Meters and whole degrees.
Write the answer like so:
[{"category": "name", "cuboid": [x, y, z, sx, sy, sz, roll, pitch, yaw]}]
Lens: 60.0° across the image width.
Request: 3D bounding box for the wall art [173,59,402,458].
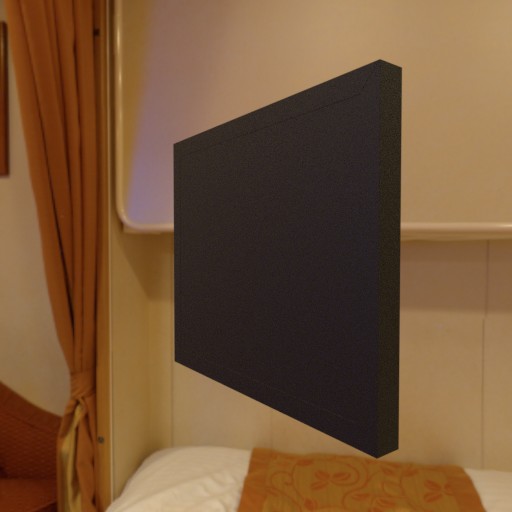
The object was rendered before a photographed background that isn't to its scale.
[{"category": "wall art", "cuboid": [0.000, 0.000, 0.527, 0.029, 0.330, 0.381, -1, 2, -36]}]
